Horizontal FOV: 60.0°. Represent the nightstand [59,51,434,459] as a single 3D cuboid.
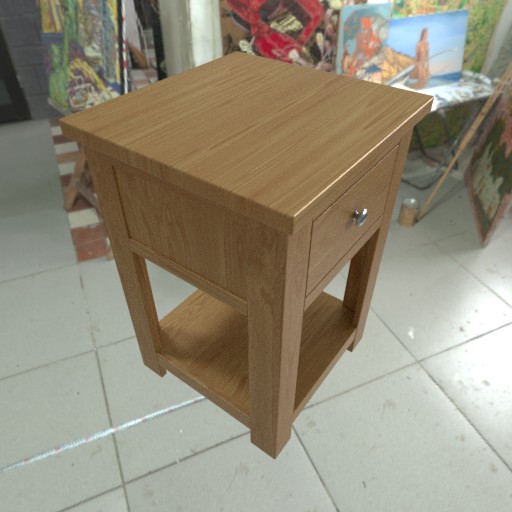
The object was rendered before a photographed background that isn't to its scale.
[{"bbox_3d":[0.000,0.000,0.893,0.418,0.614,0.428,26,47,27],"label":"nightstand"}]
